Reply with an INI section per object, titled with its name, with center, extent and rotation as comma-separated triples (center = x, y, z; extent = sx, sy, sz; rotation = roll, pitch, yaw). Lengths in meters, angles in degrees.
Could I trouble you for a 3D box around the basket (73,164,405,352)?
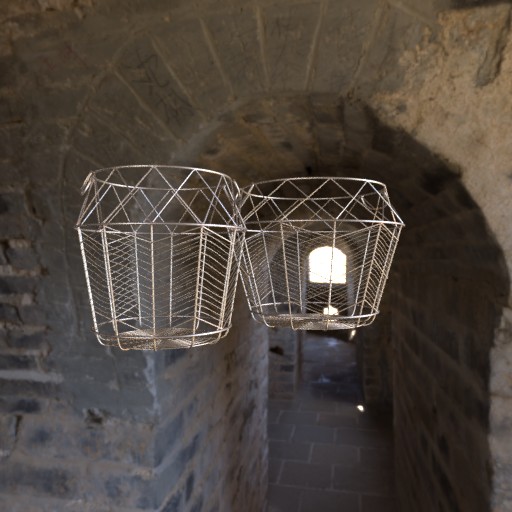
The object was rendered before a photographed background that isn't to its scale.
[basket]
center = 0.000, 0.000, 1.039
extent = 0.805, 0.343, 0.451
rotation = 0, 0, -35
